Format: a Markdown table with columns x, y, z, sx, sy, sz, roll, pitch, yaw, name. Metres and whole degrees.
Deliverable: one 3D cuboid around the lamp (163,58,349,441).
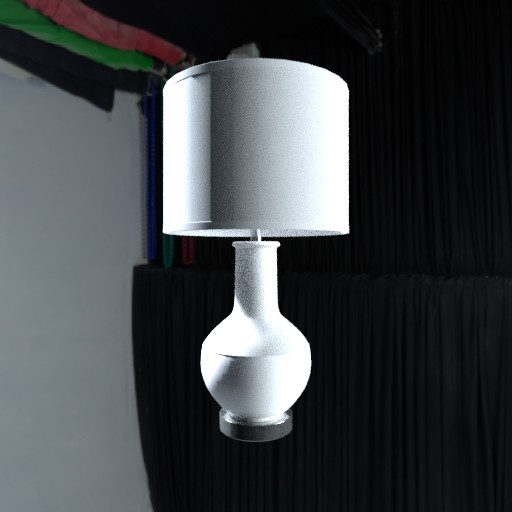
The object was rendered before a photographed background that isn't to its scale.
| x | y | z | sx | sy | sz | roll | pitch | yaw | name |
| --- | --- | --- | --- | --- | --- | --- | --- | --- | --- |
| 0.000 | 0.000 | 0.872 | 0.357 | 0.673 | 0.357 | 0 | 1 | 37 | lamp |
